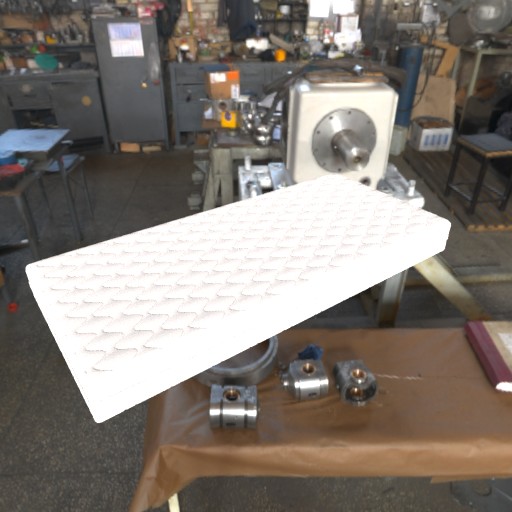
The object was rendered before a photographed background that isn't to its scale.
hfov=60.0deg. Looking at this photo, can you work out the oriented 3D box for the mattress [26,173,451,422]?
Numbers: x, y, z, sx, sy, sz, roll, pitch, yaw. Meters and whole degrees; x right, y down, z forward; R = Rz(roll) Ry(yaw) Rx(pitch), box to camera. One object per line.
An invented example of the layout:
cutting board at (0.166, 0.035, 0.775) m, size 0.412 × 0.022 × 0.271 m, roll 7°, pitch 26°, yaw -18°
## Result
mattress at (0.000, 0.000, 2.275) m, size 2.000 × 0.200 × 0.900 m, roll -21°, pitch 37°, yaw -30°
